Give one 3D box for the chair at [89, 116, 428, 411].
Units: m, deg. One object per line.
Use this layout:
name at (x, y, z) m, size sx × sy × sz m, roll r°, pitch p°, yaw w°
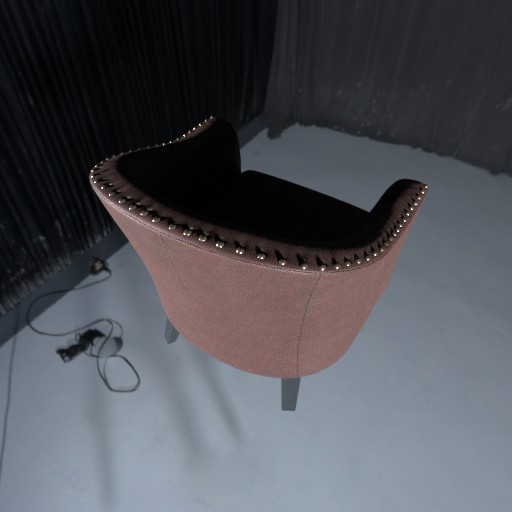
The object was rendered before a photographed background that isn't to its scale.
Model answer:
chair at (0.000, 0.000, 1.401) m, size 0.794 × 0.823 × 0.748 m, roll 24°, pitch 51°, yaw 21°
